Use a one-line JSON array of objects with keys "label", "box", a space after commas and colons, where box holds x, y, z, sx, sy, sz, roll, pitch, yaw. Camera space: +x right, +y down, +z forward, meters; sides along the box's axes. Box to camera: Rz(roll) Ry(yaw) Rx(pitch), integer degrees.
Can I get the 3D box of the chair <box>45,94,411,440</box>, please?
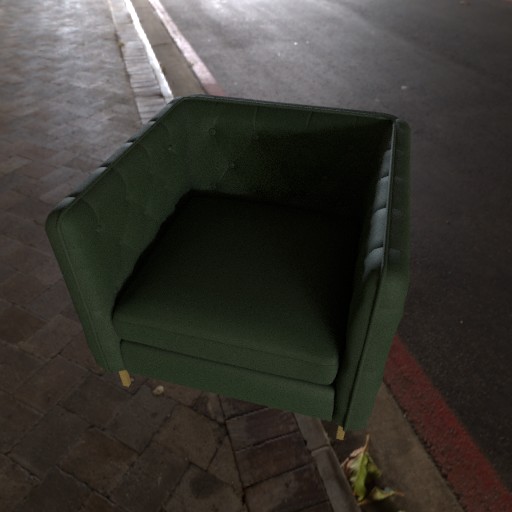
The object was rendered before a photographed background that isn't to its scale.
[{"label": "chair", "box": [0.000, 0.000, 1.524, 0.917, 0.768, 0.855, 10, 41, 11]}]
